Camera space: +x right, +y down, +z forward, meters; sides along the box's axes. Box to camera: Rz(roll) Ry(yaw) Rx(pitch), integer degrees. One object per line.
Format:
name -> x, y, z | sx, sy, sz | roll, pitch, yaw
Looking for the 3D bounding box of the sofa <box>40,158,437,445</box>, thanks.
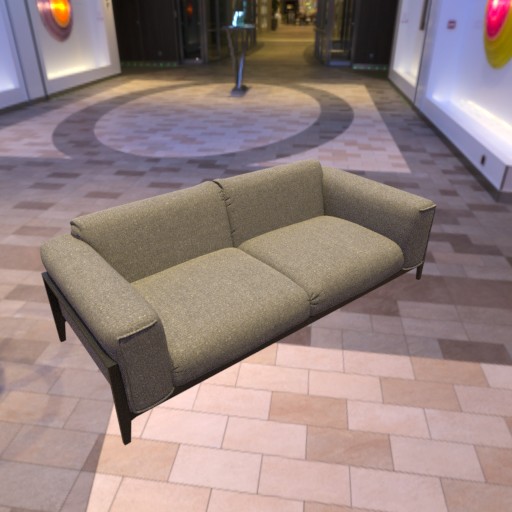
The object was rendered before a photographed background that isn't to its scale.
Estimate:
sofa -> 0.000, 0.000, 2.578 | 2.125, 0.703, 0.985 | -21, 35, -33
